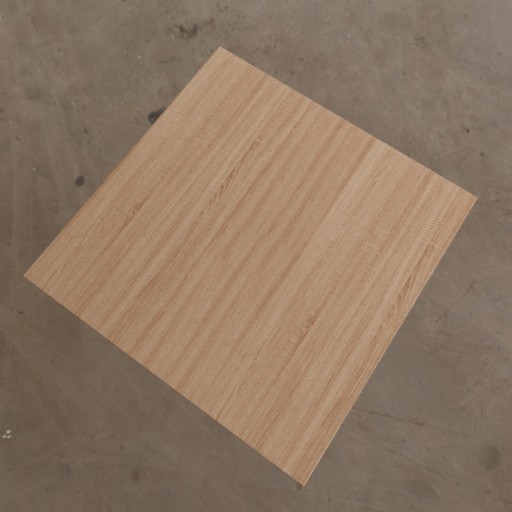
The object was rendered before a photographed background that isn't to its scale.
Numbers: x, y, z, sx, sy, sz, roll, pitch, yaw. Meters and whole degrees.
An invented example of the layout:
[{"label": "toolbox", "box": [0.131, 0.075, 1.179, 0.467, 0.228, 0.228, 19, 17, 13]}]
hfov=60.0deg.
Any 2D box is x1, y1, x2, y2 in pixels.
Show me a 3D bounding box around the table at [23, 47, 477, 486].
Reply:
[{"label": "table", "box": [0.000, 0.000, 1.055, 0.670, 0.305, 0.670, 34, 77, 9]}]
